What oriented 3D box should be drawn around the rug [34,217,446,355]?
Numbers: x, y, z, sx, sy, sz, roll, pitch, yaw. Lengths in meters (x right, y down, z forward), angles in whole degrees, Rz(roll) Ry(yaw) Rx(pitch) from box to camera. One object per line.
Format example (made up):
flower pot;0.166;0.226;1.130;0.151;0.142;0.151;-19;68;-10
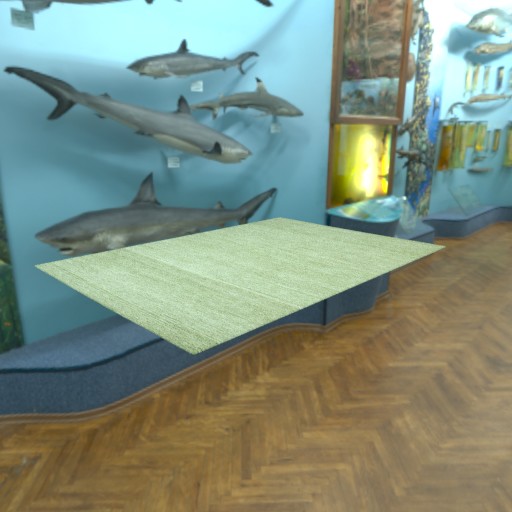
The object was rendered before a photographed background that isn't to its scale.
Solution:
rug;0.000;0.000;2.960;1.606;0.017;2.270;15;22;43
